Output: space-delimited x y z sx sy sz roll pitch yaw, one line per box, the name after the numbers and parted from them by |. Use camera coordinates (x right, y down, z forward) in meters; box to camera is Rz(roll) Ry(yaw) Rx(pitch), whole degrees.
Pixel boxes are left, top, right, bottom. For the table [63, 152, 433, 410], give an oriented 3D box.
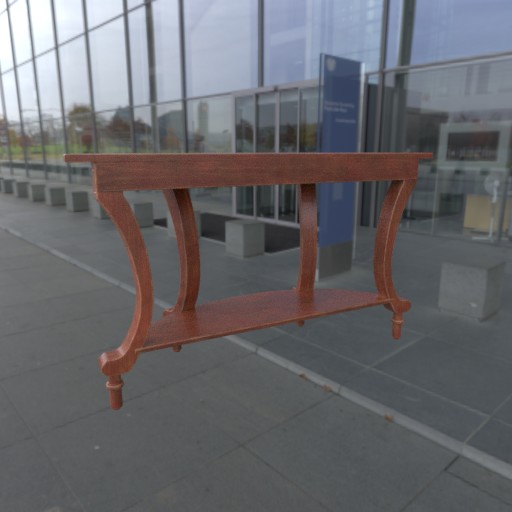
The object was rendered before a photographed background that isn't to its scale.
0.000 0.000 1.544 1.198 0.699 0.394 -7 15 -26 | table
